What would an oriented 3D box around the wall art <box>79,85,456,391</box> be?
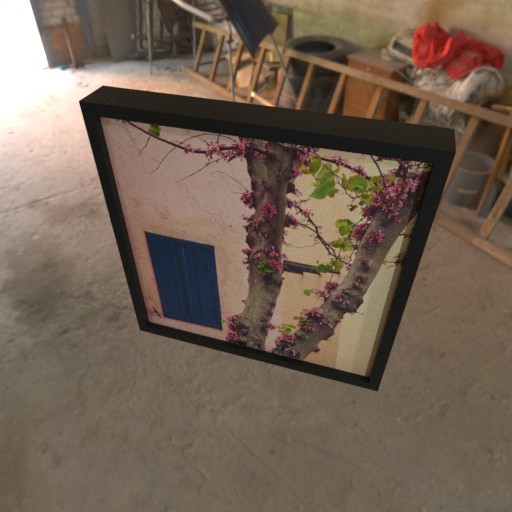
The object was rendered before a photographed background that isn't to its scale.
[{"bbox_3d":[0.000,0.000,0.457,0.305,0.304,0.038,11,42,13],"label":"wall art"}]
